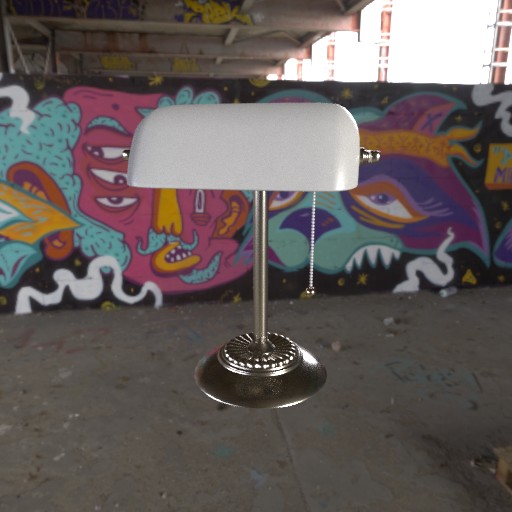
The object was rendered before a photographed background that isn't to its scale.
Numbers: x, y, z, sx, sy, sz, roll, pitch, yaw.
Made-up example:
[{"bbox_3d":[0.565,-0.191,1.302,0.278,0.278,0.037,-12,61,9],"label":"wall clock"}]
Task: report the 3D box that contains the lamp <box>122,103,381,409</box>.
[{"bbox_3d":[0.000,0.000,0.530,0.264,0.339,0.243,3,15,11],"label":"lamp"}]
